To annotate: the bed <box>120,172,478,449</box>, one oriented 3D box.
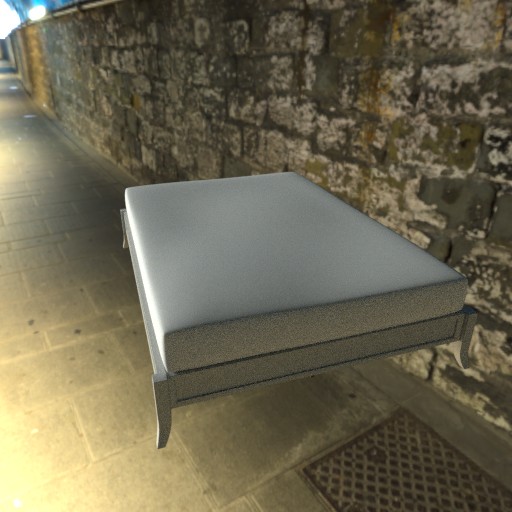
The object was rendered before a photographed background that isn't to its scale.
[{"bbox_3d":[0.000,0.000,2.626,1.460,0.510,1.985,-8,26,-17],"label":"bed"}]
